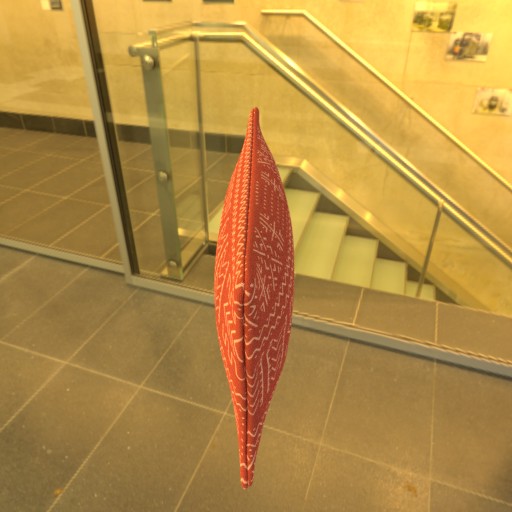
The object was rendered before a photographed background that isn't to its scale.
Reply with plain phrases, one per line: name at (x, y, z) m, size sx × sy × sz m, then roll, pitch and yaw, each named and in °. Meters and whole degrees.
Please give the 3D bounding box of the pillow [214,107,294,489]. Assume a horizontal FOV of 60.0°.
pillow at (0.000, 0.000, 0.778) m, size 0.130 × 0.352 × 0.640 m, roll 0°, pitch 33°, yaw 1°
